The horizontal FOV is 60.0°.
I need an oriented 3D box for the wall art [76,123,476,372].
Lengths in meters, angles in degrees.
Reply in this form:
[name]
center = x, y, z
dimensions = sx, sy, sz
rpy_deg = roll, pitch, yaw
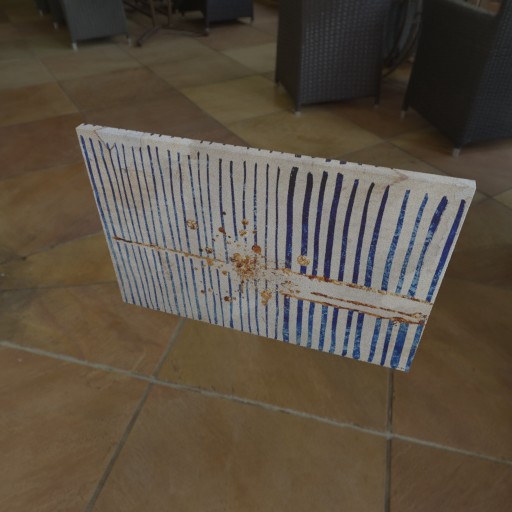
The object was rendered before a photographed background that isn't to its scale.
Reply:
[wall art]
center = 0.000, 0.000, 1.475
dimensions = 1.143, 0.757, 0.038
rpy_deg = 12, 41, 13
